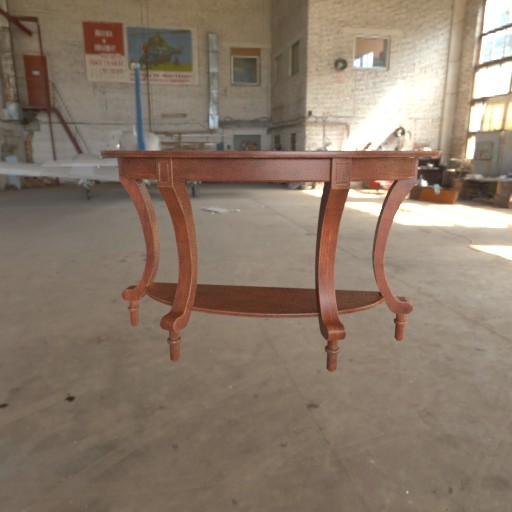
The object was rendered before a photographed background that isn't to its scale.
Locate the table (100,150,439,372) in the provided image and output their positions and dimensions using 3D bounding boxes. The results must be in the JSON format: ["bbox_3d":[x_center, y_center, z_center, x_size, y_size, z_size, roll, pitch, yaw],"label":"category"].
[{"bbox_3d":[0.000,0.000,1.510,1.198,0.699,0.394,2,14,8],"label":"table"}]
